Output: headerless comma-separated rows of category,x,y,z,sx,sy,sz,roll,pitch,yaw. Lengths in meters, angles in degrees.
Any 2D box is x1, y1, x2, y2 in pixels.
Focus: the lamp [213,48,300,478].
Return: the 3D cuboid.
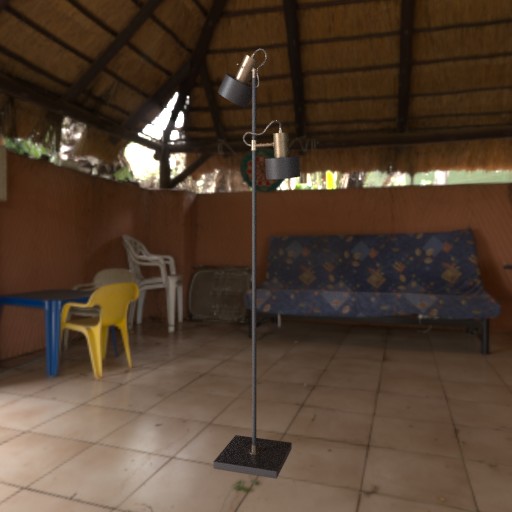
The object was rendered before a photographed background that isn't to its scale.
lamp,0.000,0.000,1.628,0.315,1.505,0.233,0,1,17
